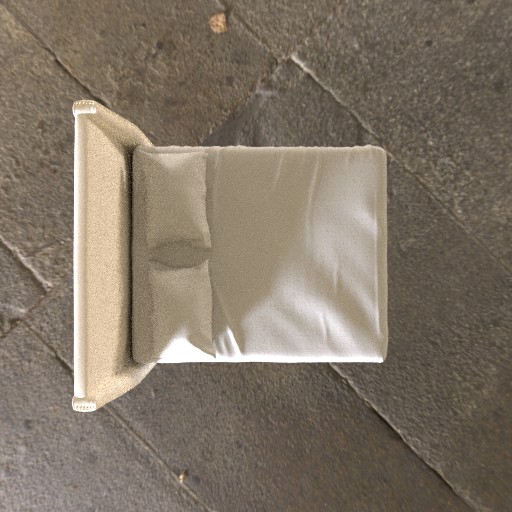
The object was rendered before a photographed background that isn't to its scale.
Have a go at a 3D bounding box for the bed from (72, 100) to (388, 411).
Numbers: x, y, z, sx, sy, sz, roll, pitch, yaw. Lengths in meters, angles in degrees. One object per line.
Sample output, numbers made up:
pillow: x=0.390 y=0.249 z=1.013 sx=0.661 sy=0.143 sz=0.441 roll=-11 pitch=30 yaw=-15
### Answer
bed: x=0.000 y=0.000 z=3.365 sx=2.276 sy=1.332 sz=1.925 roll=0 pitch=90 yaw=-1
